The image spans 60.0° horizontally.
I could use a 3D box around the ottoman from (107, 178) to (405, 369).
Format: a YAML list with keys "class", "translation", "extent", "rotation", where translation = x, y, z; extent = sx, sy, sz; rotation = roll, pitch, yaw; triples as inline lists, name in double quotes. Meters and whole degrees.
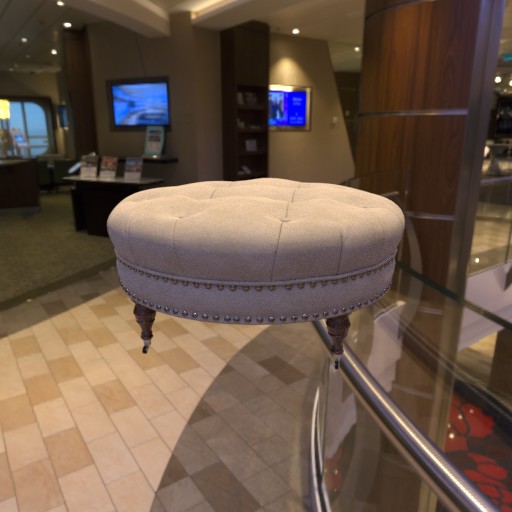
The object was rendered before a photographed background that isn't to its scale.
- class: "ottoman"
  translation: [0.000, 0.000, 1.424]
  extent: [0.901, 0.439, 0.901]
  rotation: [0, 16, 0]
